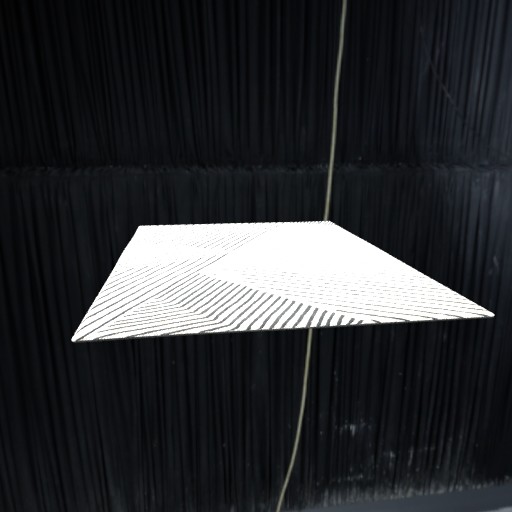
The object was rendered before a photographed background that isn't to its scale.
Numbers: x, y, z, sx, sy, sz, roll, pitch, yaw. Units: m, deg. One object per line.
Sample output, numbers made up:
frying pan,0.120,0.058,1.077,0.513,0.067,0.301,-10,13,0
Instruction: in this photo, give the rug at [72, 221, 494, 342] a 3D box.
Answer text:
rug,0.000,0.000,3.038,1.829,0.028,2.449,-2,15,-8
